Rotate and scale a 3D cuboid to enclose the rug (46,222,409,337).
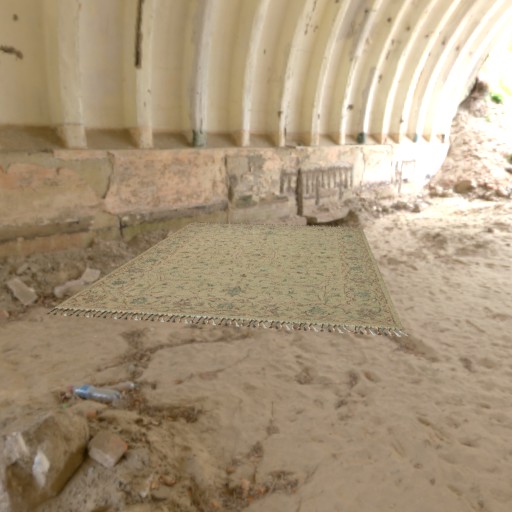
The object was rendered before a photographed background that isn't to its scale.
[{"bbox_3d":[0.000,0.000,2.321,1.247,0.008,1.802,2,15,8],"label":"rug"}]
